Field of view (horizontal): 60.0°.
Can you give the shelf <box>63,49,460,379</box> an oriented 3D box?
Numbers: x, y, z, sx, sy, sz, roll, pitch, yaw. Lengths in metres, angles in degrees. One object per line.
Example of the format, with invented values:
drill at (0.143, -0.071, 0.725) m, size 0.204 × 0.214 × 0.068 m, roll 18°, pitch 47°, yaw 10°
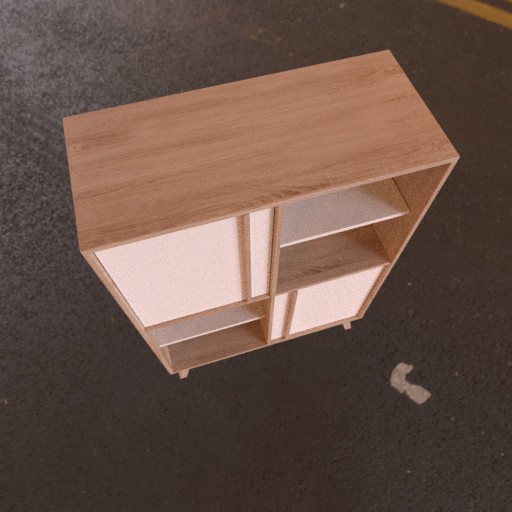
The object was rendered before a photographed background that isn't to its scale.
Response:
shelf at (0.000, 0.000, 1.825) m, size 1.000 × 1.390 × 0.450 m, roll -15°, pitch 63°, yaw -8°
